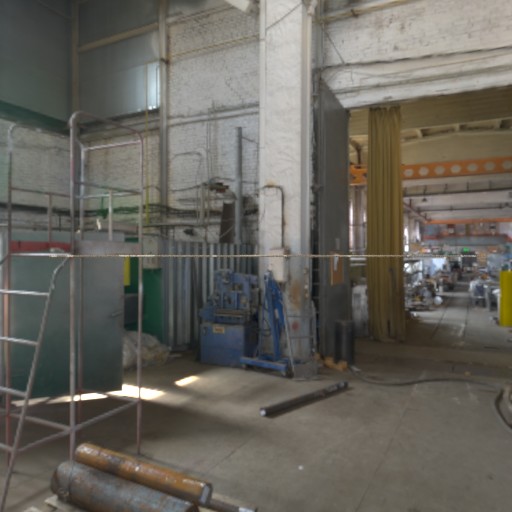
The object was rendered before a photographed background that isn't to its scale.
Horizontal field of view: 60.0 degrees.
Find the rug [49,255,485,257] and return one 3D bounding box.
[{"bbox_3d":[0.000,0.000,2.187,1.748,0.010,1.142,0,0,-19],"label":"rug"}]
